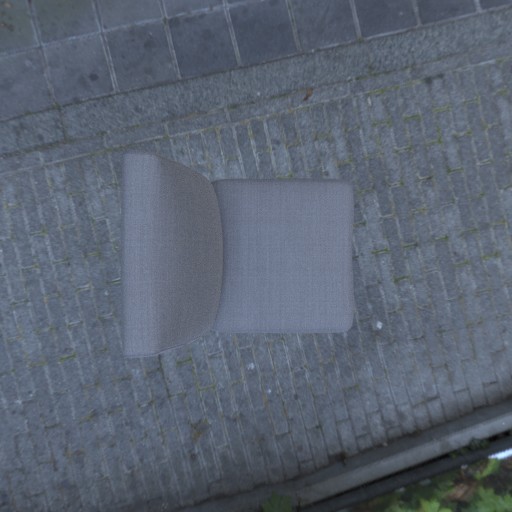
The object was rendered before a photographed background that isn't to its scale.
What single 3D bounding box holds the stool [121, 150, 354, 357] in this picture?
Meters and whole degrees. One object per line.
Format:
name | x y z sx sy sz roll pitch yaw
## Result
stool | 0.000 0.000 1.424 0.570 1.112 0.483 0 90 -1
